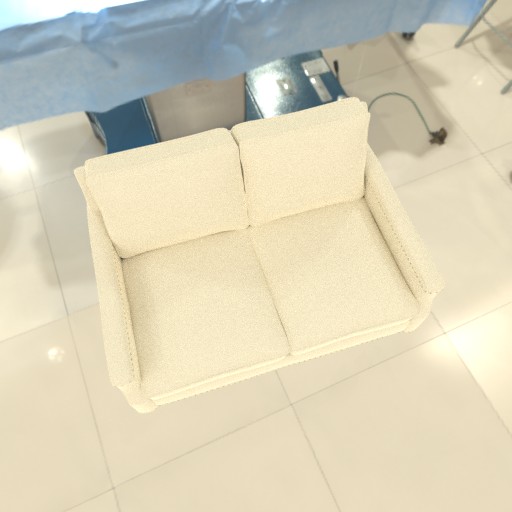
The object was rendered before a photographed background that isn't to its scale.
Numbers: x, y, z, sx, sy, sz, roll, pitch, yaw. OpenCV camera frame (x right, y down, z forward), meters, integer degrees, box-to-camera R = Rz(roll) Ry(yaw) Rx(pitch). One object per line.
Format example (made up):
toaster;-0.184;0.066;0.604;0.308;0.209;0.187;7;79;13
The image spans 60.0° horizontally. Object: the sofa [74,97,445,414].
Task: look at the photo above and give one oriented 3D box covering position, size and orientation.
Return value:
sofa;0.000;0.000;2.293;1.597;1.003;1.084;-15;65;-7
